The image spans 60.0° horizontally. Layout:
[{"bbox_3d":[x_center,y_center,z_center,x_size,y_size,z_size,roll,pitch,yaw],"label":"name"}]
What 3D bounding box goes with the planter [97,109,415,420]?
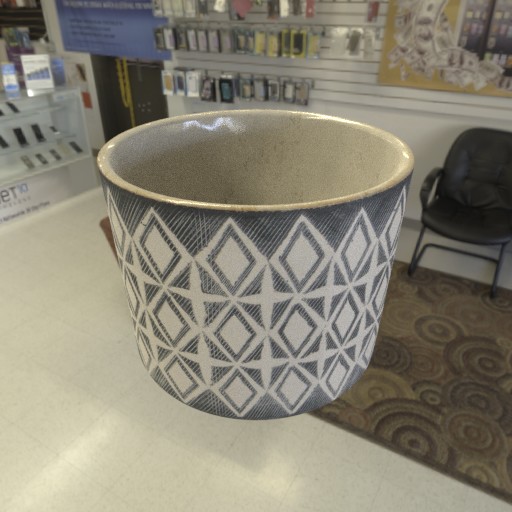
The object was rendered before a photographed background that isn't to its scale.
[{"bbox_3d":[0.000,0.000,0.322,0.192,0.165,0.192,0,31,0],"label":"planter"}]
